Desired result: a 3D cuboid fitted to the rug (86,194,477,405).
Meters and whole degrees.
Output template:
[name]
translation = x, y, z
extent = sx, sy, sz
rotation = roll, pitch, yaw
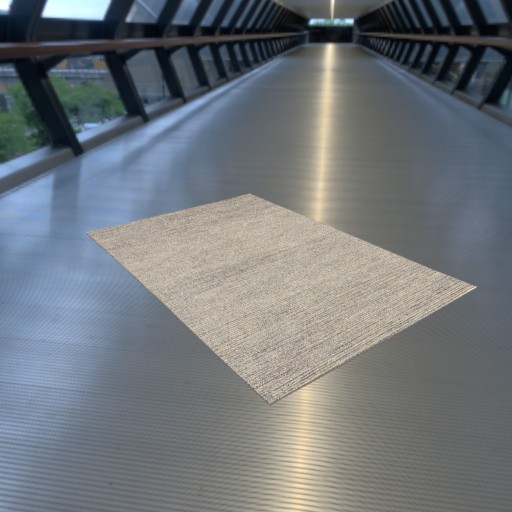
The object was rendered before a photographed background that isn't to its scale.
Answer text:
[rug]
translation = 0.000, 0.000, 3.060
extent = 1.604, 0.030, 2.307
rotation = -18, 31, -33
